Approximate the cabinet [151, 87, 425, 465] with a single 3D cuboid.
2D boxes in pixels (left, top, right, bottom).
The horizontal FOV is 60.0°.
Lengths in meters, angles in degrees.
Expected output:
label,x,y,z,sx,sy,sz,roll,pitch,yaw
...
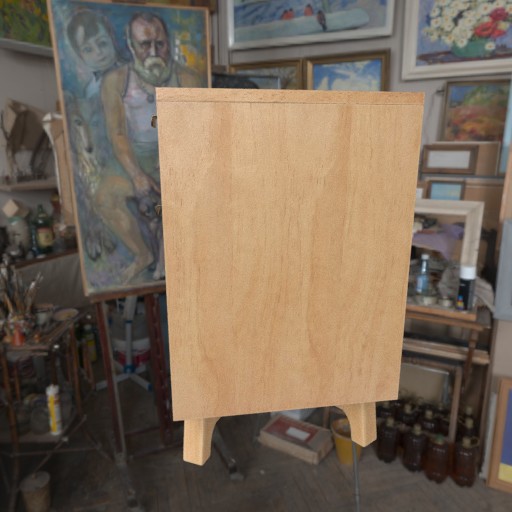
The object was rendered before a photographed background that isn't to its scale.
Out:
label,x,y,z,sx,sy,sz,roll,pitch,yaw
cabinet,0.000,0.000,0.931,0.394,0.599,0.551,-2,15,-9
